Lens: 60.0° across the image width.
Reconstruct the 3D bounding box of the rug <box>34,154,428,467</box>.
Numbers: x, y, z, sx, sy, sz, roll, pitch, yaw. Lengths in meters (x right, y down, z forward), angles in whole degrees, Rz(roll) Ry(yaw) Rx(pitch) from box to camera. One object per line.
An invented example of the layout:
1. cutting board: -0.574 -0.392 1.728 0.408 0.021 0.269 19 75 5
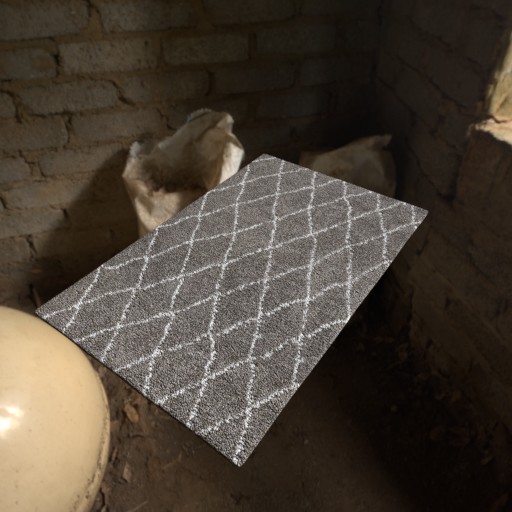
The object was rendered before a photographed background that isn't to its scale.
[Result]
1. rug: 0.000 0.000 3.470 1.778 0.030 2.743 26 47 26
